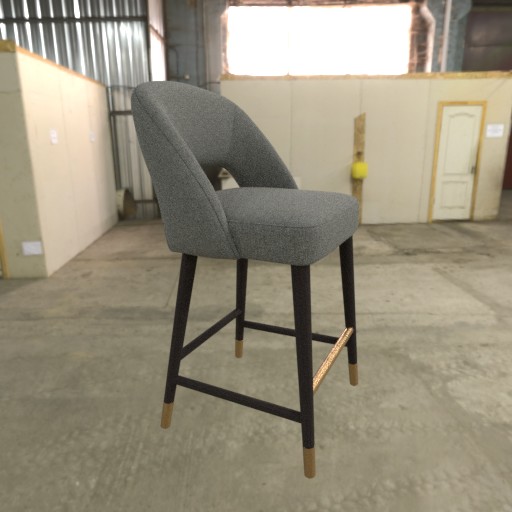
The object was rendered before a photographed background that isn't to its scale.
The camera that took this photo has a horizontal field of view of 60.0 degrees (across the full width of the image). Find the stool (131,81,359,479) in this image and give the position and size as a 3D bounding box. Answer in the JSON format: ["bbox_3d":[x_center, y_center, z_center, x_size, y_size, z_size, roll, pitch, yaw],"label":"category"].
[{"bbox_3d":[0.000,0.000,1.232,0.524,0.925,0.536,7,17,25],"label":"stool"}]
